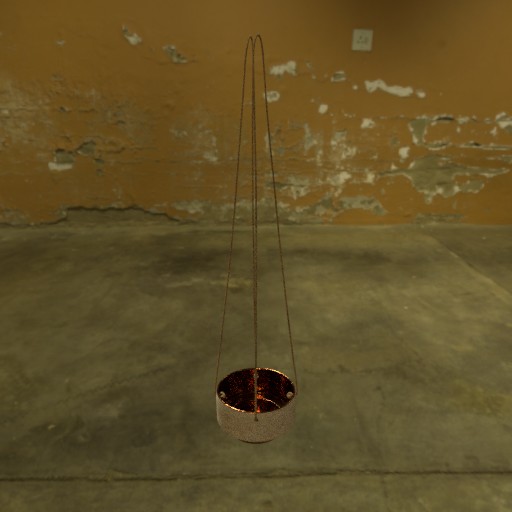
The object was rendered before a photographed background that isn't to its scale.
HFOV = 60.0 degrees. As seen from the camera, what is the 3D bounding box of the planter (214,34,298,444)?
[{"bbox_3d":[0.000,0.000,1.135,0.223,1.030,0.223,16,23,42],"label":"planter"}]
